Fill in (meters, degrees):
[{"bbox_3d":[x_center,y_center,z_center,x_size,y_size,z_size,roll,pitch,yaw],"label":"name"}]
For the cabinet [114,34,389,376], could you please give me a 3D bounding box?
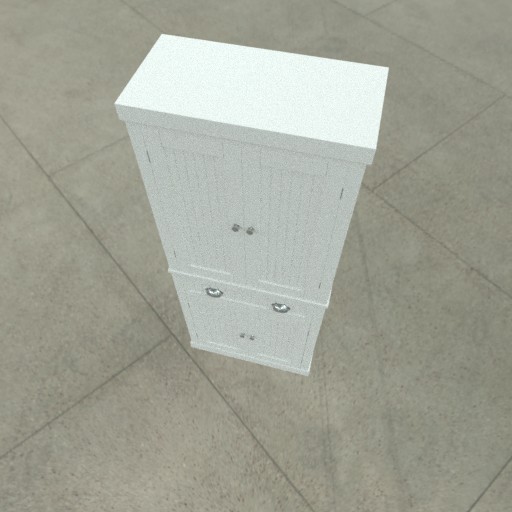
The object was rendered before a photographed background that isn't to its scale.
[{"bbox_3d":[0.000,0.000,2.087,0.754,1.829,0.390,12,57,8],"label":"cabinet"}]
